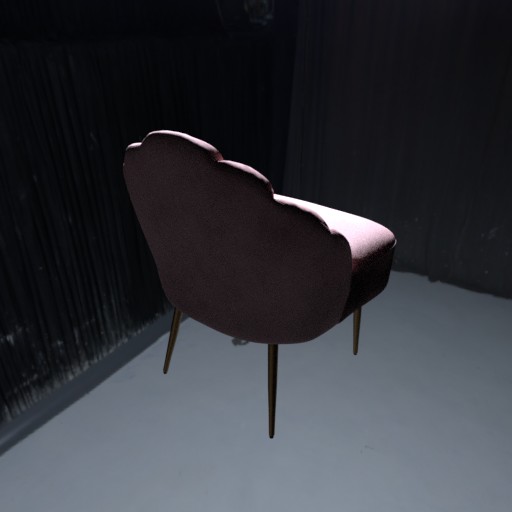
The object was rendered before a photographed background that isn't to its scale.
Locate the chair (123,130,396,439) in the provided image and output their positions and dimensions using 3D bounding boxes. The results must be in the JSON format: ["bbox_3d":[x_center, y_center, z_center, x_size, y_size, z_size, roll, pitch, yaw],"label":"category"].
[{"bbox_3d":[0.000,0.000,1.283,0.657,0.819,0.599,20,35,31],"label":"chair"}]
